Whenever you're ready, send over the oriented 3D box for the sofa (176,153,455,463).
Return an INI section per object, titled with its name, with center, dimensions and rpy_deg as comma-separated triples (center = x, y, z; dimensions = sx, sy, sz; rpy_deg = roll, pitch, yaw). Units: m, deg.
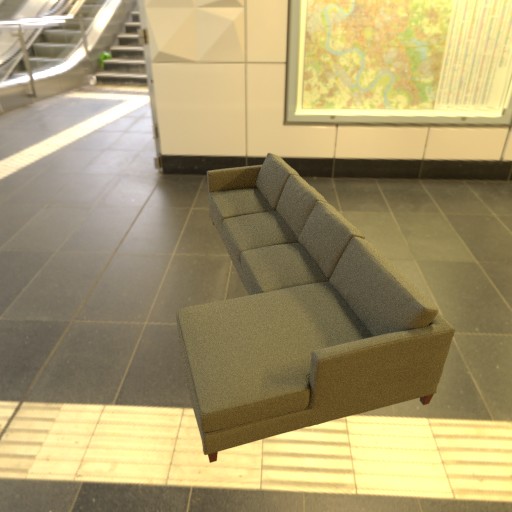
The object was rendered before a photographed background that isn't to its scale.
[sofa]
center = 0.000, 0.000, 3.937
dimensions = 1.625, 0.861, 3.186
rpy_deg = -9, 32, -14
